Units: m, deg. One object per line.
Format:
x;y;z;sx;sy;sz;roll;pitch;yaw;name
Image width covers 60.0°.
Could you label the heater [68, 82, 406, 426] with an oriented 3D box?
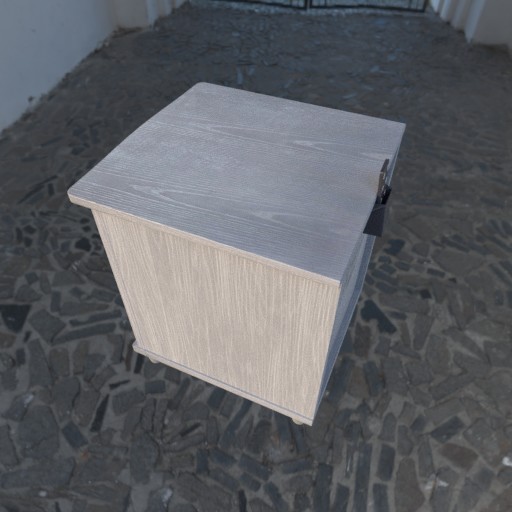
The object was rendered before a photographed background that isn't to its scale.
0.000;0.000;0.783;0.400;0.481;0.362;18;48;17;heater
